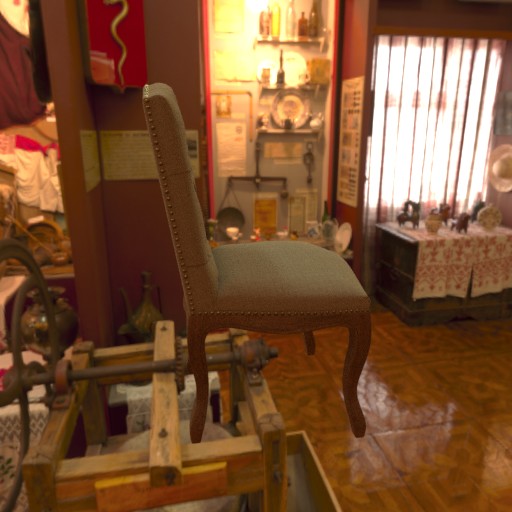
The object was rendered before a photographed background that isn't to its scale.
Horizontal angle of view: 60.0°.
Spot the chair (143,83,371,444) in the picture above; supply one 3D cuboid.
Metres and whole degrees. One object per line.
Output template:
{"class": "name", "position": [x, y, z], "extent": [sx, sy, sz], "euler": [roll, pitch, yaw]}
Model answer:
{"class": "chair", "position": [0.000, 0.000, 1.645], "extent": [0.731, 1.191, 0.637], "euler": [-3, 17, -10]}
